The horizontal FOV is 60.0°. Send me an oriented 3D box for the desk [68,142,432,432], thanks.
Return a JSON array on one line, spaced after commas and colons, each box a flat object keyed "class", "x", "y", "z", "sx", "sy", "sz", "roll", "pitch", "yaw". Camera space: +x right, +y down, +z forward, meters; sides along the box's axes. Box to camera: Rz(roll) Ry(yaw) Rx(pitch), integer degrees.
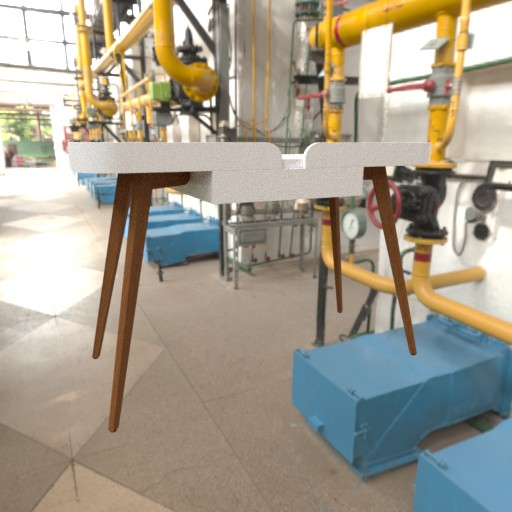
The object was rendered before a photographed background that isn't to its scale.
[{"class": "desk", "x": 0.000, "y": 0.000, "z": 1.626, "sx": 1.206, "sy": 0.807, "sz": 0.534, "roll": -7, "pitch": 16, "yaw": -24}]
